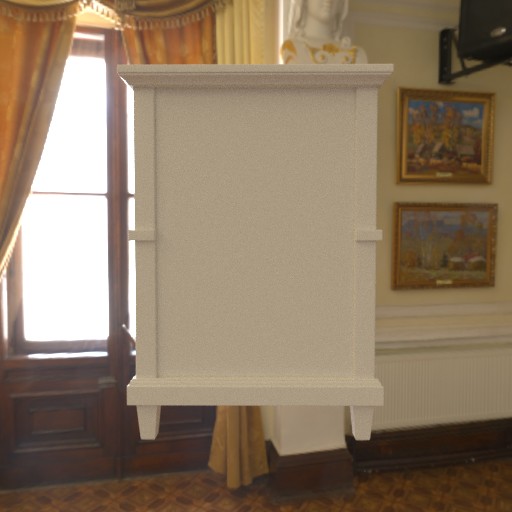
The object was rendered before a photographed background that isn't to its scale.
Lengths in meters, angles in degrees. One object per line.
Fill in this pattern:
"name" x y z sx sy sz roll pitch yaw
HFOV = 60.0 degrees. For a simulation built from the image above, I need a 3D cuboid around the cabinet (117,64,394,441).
"cabinet" 0.000 0.000 1.157 0.544 0.775 0.547 0 2 0
